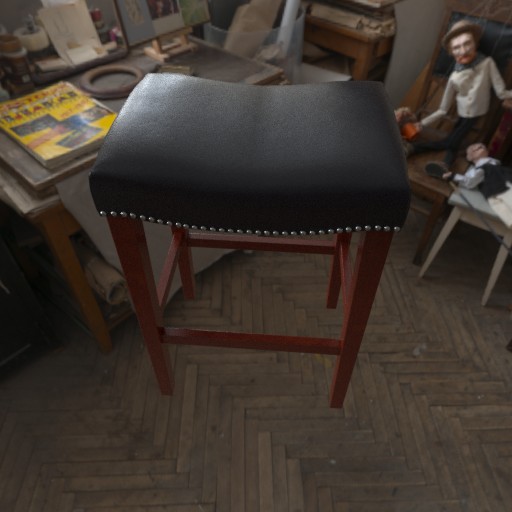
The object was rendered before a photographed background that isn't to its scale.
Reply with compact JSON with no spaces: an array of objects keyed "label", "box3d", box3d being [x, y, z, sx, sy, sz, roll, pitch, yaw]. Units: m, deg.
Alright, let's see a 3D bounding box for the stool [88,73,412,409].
[{"label":"stool","box3d":[0.000,0.000,1.034,0.504,0.742,0.372,3,46,3]}]
